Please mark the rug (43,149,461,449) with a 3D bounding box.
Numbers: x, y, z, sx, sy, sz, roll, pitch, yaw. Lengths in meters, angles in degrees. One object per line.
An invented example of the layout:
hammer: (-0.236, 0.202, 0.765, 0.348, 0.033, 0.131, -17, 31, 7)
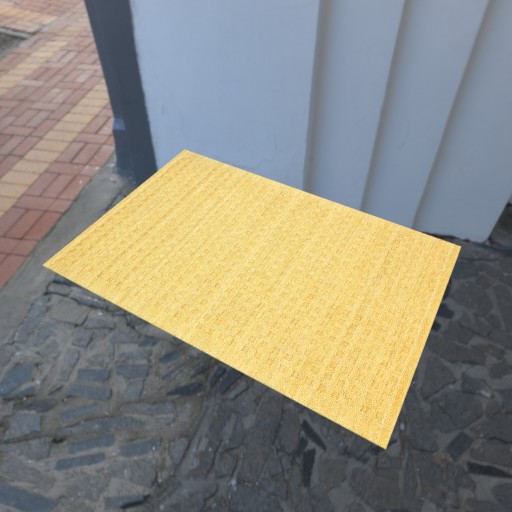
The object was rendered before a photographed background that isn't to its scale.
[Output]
rug: (0.000, 0.000, 2.906, 2.286, 0.006, 1.524, 23, 51, 20)
